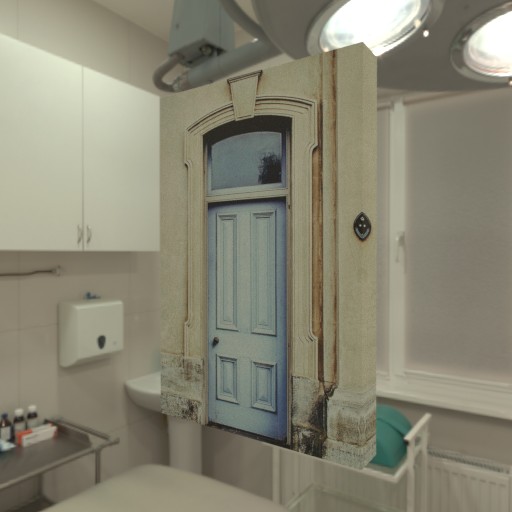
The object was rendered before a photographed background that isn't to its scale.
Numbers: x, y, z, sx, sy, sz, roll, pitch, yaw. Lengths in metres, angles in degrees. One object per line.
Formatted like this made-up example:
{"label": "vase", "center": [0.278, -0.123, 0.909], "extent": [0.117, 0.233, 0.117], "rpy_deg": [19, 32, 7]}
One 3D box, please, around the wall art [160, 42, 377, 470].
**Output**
{"label": "wall art", "center": [0.000, 0.000, 0.481], "extent": [0.254, 0.381, 0.038], "rpy_deg": [0, 1, 34]}
